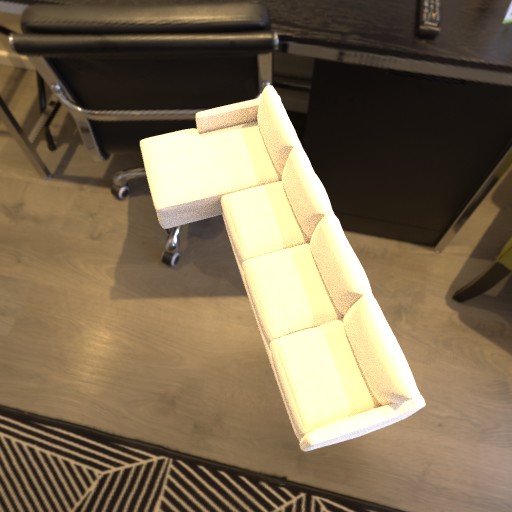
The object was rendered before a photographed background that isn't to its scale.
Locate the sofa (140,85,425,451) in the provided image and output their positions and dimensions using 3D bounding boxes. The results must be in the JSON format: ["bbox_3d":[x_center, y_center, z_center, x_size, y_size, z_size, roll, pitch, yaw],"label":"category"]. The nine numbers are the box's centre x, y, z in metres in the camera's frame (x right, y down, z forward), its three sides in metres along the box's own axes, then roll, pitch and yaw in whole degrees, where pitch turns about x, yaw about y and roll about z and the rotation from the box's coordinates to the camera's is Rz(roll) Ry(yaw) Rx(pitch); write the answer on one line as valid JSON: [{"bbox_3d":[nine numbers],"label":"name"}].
[{"bbox_3d":[0.000,0.000,3.802,1.467,0.875,3.186,-16,63,-8],"label":"sofa"}]
